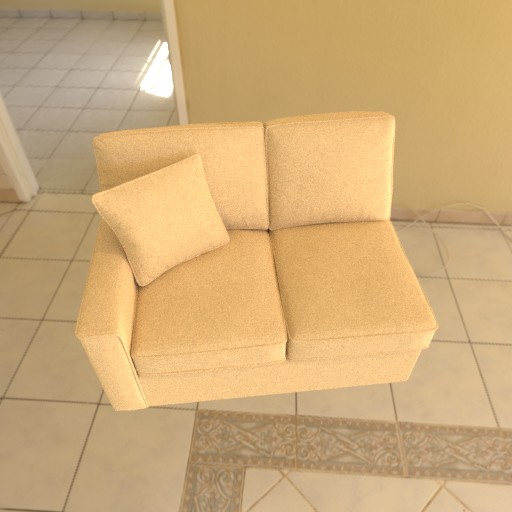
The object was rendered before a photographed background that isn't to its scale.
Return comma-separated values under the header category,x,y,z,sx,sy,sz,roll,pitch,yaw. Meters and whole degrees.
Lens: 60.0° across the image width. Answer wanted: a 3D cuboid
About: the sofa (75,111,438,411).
category,x,y,z,sx,sy,sz,roll,pitch,yaw
sofa,0.000,0.000,2.037,1.388,0.989,0.991,-4,45,-4
